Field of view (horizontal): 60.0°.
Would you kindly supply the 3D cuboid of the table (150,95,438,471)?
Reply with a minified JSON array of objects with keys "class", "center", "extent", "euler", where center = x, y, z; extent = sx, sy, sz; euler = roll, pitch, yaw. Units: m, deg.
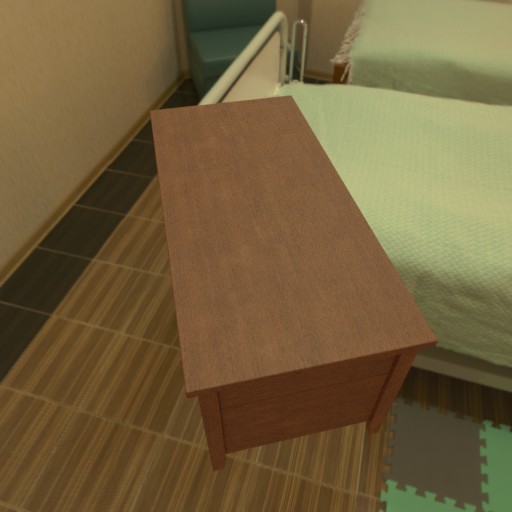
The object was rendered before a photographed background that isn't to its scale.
[{"class":"table","center":[0.000,0.000,1.314],"extent":[0.483,0.457,1.016],"euler":[-9,47,-9]}]
